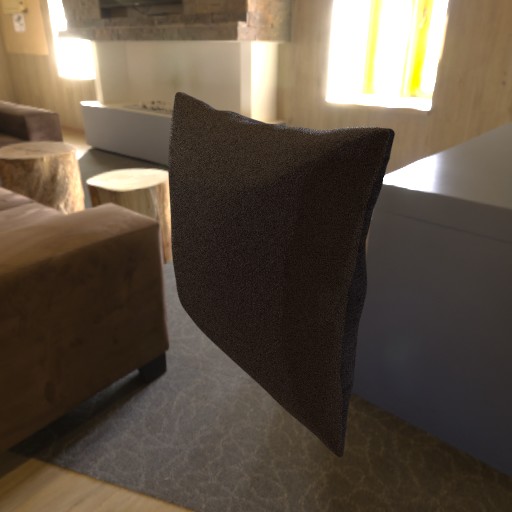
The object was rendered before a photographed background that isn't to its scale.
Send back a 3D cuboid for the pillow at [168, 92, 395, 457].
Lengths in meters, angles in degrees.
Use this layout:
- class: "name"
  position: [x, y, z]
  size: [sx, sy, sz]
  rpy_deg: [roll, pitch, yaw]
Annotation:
- class: "pillow"
  position: [0.000, 0.000, 0.668]
  size: [0.204, 0.439, 0.452]
  rpy_deg: [-17, 30, -31]
